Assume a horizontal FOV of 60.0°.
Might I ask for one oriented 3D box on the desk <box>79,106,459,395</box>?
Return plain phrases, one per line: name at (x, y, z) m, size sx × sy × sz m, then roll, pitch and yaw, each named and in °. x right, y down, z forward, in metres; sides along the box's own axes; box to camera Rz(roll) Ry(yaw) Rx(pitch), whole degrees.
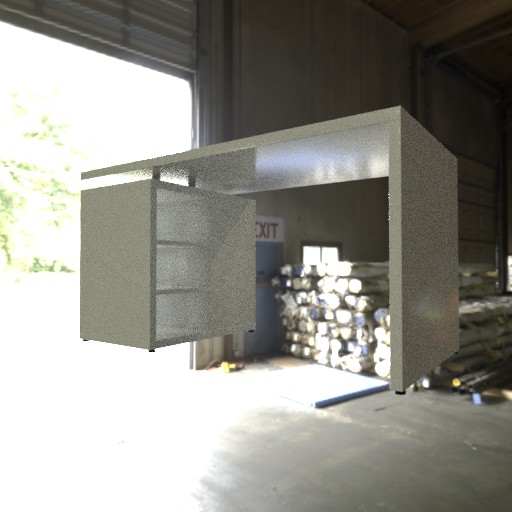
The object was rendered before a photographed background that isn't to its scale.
desk at (0.000, 0.000, 1.813) m, size 1.400 × 0.740 × 0.690 m, roll -1°, pitch -2°, yaw 35°
